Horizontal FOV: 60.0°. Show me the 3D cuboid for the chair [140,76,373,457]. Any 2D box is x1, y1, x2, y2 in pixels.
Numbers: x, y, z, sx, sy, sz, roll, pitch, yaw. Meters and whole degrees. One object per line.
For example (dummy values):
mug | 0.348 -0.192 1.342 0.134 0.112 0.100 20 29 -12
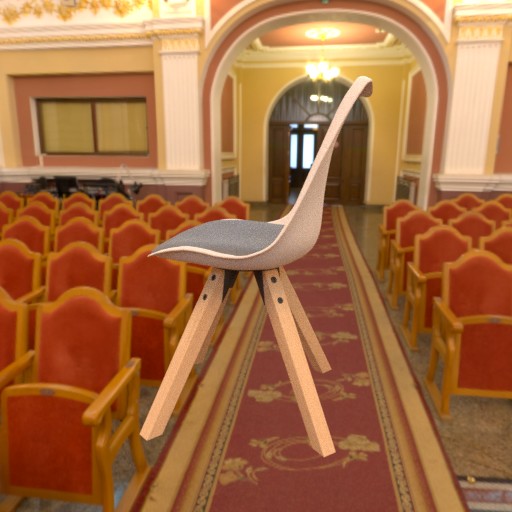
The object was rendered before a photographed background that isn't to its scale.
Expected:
chair | 0.000 0.000 1.178 0.550 0.850 0.485 2 13 8
